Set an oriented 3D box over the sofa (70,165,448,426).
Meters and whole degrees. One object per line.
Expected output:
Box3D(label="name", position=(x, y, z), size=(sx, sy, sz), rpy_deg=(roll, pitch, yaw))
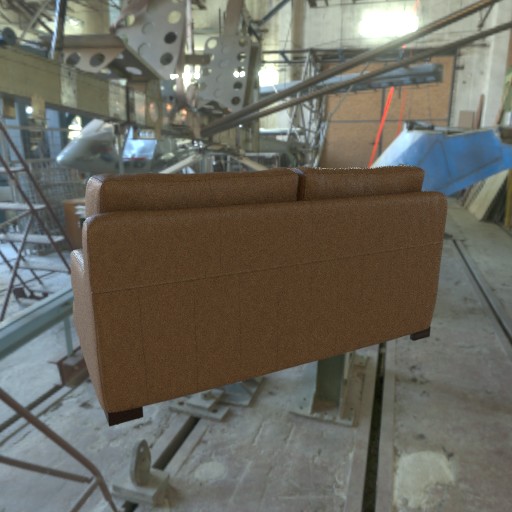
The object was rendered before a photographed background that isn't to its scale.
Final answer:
Box3D(label="sofa", position=(0.000, 0.000, 2.417), size=(1.855, 0.980, 0.962), rpy_deg=(-7, 16, -27))
